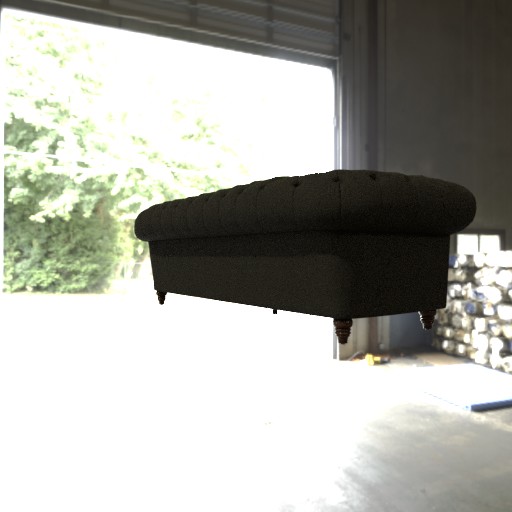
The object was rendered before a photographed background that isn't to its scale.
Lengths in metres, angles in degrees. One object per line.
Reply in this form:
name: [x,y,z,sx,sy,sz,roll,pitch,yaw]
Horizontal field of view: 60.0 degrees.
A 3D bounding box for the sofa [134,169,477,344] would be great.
sofa: [0.000,0.000,2.803,0.991,0.762,2.362,0,0,-36]
